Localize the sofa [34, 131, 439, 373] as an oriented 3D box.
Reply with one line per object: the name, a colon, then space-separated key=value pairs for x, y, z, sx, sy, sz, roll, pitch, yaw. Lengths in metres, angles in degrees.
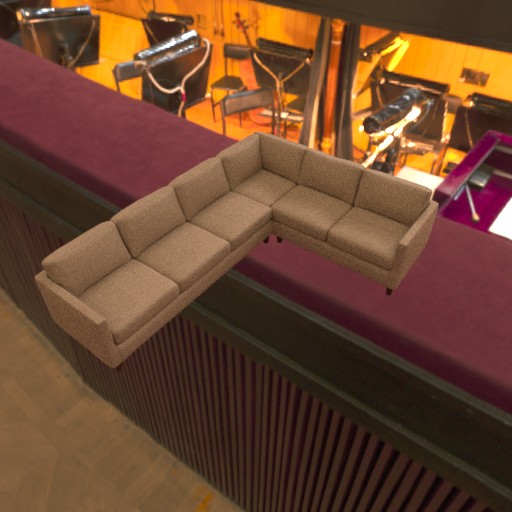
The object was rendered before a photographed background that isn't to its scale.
sofa: x=0.000 y=0.000 z=4.498 sx=2.522 sy=0.934 sz=3.333 roll=27 pitch=48 yaw=27
